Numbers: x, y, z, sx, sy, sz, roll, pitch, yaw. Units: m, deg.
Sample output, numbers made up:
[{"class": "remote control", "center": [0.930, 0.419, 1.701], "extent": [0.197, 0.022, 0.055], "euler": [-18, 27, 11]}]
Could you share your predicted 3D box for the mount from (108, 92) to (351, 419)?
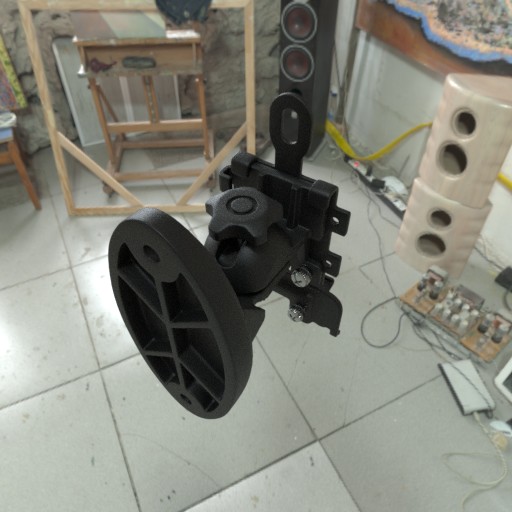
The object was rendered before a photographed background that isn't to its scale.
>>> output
[{"class": "mount", "center": [0.000, 0.000, 0.178], "extent": [0.066, 0.118, 0.100], "euler": [26, 51, 23]}]
